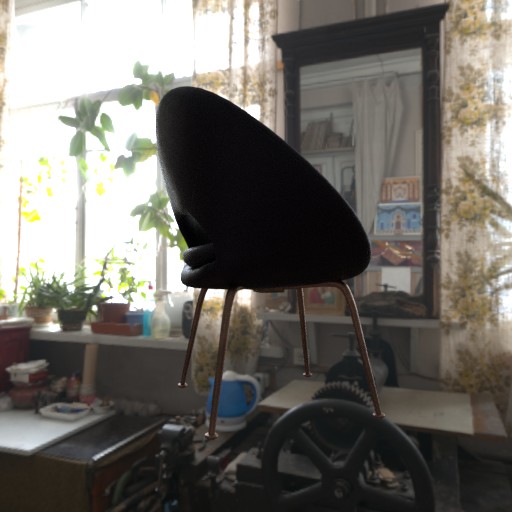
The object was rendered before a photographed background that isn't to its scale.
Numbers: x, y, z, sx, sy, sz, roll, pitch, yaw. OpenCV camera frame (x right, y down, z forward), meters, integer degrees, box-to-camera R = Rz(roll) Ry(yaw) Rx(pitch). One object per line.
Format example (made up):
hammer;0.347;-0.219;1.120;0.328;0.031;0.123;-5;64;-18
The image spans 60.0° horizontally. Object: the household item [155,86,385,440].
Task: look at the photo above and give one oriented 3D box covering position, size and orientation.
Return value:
household item;0.000;0.000;1.289;0.573;0.852;0.623;0;-1;-18
